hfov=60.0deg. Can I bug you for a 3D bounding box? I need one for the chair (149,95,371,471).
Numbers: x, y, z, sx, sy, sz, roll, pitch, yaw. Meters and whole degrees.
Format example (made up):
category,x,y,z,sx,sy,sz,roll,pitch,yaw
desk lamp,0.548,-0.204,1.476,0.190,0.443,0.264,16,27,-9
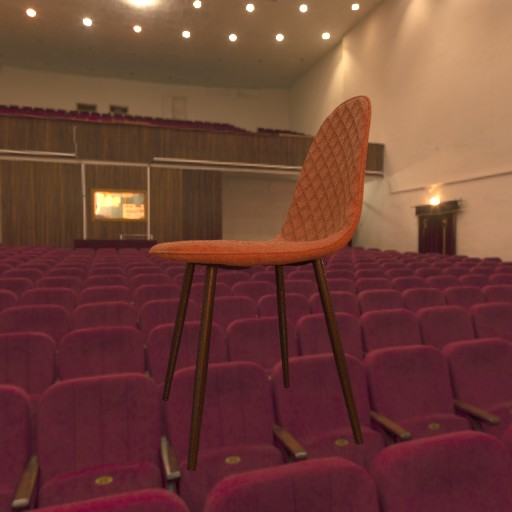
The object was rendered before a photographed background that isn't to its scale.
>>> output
category,x,y,z,sx,sy,sz,roll,pitch,yaw
chair,0.000,0.000,1.203,0.561,0.889,0.472,0,1,-18
